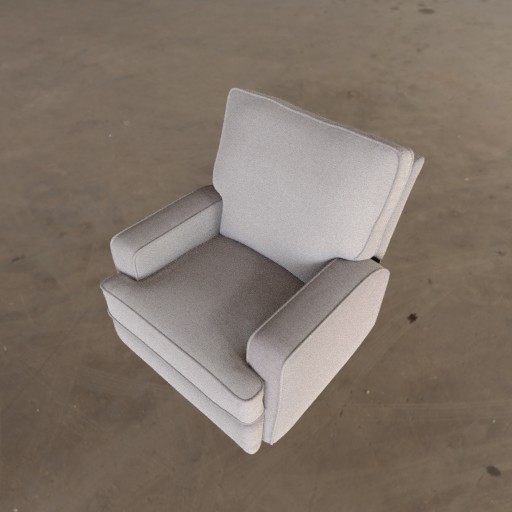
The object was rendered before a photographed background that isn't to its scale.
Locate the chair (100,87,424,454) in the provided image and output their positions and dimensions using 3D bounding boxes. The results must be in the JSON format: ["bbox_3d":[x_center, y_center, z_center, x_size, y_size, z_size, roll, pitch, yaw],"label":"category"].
[{"bbox_3d":[0.000,0.000,1.706,0.861,0.964,0.969,31,51,28],"label":"chair"}]
